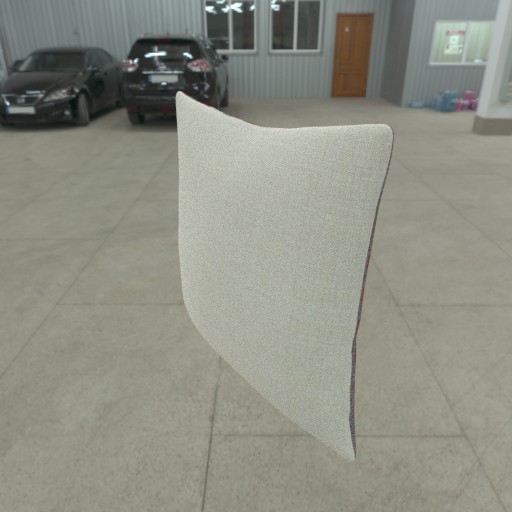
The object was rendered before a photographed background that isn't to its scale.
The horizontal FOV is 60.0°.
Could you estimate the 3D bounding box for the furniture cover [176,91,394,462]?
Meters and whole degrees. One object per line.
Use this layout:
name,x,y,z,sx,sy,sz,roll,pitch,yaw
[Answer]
furniture cover,0.000,0.000,0.634,0.145,0.420,0.435,-17,31,-31
